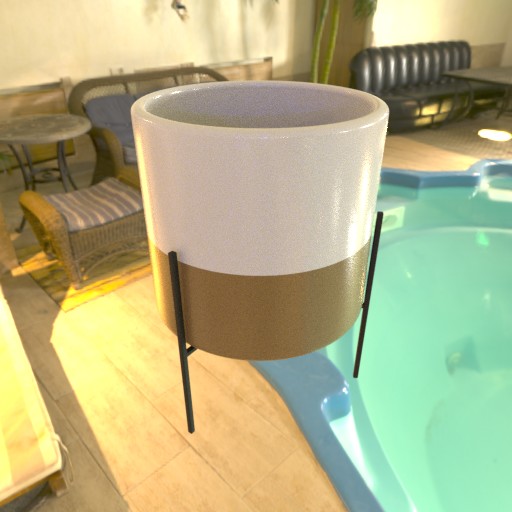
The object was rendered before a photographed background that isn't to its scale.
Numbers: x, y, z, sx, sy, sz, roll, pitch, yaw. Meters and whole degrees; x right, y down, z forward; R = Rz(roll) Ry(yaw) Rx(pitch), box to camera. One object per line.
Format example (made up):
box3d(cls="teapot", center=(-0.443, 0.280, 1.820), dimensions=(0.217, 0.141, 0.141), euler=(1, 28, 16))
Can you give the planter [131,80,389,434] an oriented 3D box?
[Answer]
box3d(cls="planter", center=(0.000, 0.000, 0.636), dimensions=(0.310, 0.432, 0.310), euler=(-21, 36, -32))
